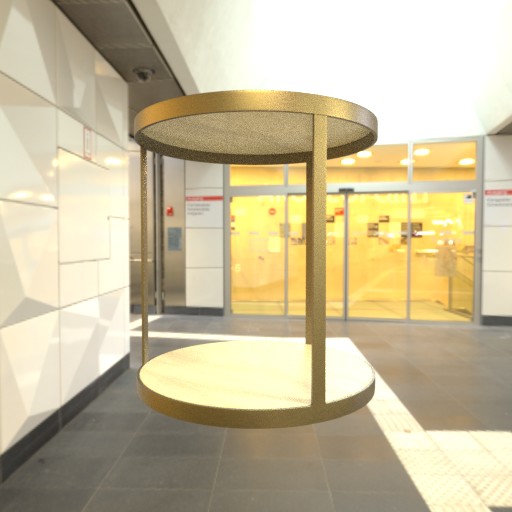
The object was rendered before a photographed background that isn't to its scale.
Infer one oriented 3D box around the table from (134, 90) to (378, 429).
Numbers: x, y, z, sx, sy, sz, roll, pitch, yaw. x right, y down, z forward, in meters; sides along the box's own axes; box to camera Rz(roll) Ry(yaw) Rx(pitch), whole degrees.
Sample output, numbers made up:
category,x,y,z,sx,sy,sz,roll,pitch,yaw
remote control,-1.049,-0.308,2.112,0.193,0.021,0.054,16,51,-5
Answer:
category,x,y,z,sx,sy,sz,roll,pitch,yaw
table,0.000,0.000,0.846,0.445,0.479,0.445,0,2,0
